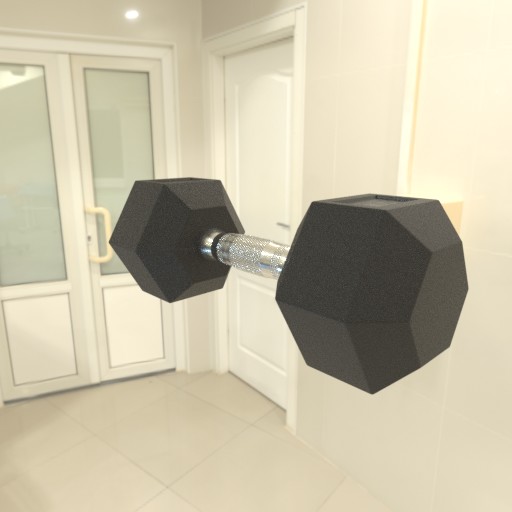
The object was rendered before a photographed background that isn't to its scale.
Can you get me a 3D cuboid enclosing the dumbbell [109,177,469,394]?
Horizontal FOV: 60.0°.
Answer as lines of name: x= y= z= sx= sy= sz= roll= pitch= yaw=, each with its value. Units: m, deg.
dumbbell: x=0.000 y=0.000 z=0.370 sx=0.129 sy=0.113 sz=0.315 roll=-13 pitch=19 yaw=-42
